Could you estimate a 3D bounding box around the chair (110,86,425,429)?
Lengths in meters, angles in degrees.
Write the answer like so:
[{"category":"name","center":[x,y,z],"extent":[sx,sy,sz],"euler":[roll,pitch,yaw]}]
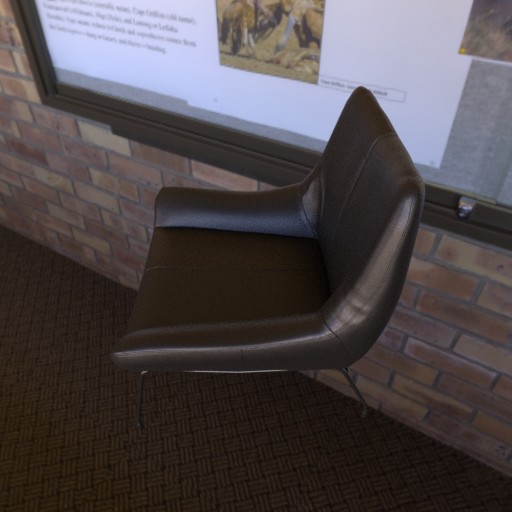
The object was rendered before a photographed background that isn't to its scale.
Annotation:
[{"category":"chair","center":[0.000,0.000,1.499],"extent":[0.826,0.922,0.836],"euler":[0,40,0]}]
